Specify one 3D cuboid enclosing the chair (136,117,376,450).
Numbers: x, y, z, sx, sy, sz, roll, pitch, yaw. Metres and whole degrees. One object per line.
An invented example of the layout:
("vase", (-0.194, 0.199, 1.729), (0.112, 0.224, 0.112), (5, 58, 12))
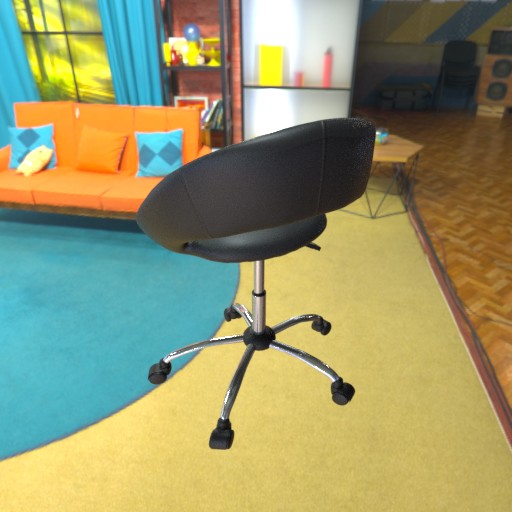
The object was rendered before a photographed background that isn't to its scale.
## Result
("chair", (0.000, 0.000, 1.167), (0.612, 0.791, 0.538), (-18, 35, -27))
